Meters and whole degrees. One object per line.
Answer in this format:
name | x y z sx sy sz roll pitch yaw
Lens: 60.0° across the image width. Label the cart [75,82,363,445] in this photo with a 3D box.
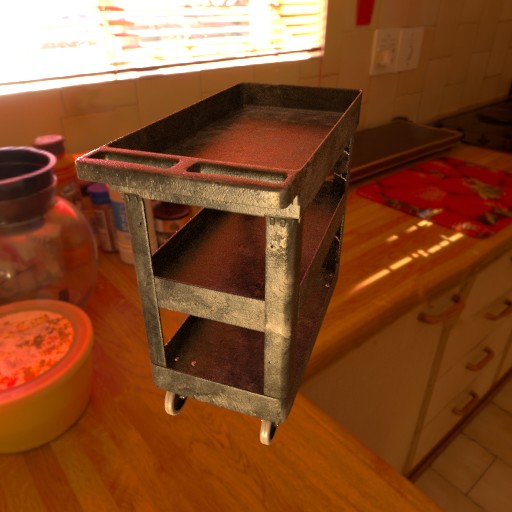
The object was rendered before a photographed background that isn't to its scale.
cart | 0.000 0.000 1.326 0.420 0.824 0.877 11 33 17
